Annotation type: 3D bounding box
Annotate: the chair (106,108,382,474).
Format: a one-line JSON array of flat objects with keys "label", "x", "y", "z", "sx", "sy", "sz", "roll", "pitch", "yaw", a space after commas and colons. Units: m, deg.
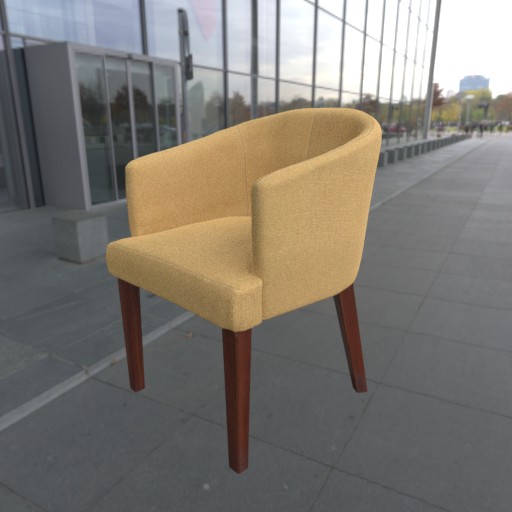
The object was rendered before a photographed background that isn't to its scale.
[{"label": "chair", "x": 0.000, "y": 0.000, "z": 1.257, "sx": 0.583, "sy": 0.811, "sz": 0.655, "roll": 16, "pitch": 23, "yaw": 42}]
